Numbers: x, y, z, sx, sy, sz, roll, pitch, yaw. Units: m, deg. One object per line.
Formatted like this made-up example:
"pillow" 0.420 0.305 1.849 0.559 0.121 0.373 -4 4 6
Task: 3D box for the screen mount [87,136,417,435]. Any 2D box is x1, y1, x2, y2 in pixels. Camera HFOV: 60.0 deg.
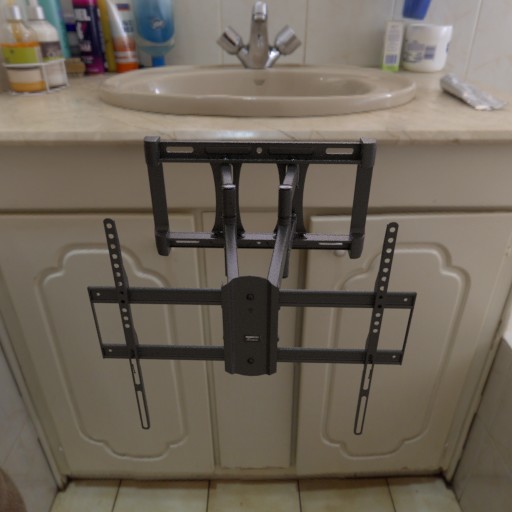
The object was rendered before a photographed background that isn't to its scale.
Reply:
"screen mount" 0.000 0.000 0.940 0.571 0.424 0.556 1 30 2
